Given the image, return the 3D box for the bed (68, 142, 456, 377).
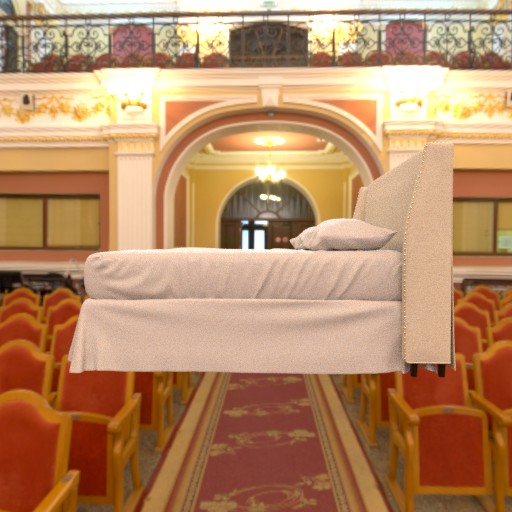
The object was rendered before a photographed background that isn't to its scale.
[{"bbox_3d":[0.000,0.000,3.423,2.276,1.332,1.925,0,1,2],"label":"bed"}]
